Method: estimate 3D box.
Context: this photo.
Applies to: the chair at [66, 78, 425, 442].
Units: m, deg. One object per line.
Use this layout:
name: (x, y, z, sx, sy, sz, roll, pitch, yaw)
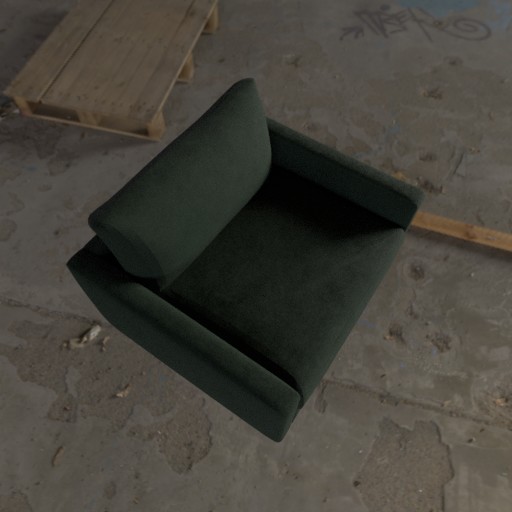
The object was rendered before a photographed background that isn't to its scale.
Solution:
chair: (0.000, 0.000, 1.654, 0.866, 0.861, 0.963, 30, 64, 17)
